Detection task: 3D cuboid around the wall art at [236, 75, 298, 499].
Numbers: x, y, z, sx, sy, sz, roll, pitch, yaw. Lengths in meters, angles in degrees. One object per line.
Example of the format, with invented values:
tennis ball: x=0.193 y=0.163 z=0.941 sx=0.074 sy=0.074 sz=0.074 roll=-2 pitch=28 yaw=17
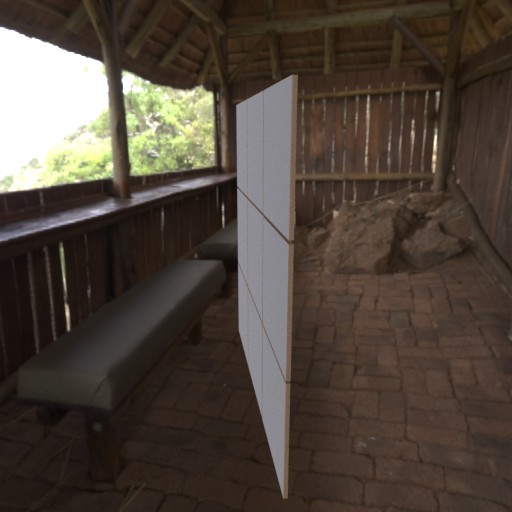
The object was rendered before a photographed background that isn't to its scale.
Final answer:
wall art: x=0.000 y=0.000 z=2.229 sx=0.017 sy=1.521 sz=1.527 roll=-2 pitch=16 yaw=-8
